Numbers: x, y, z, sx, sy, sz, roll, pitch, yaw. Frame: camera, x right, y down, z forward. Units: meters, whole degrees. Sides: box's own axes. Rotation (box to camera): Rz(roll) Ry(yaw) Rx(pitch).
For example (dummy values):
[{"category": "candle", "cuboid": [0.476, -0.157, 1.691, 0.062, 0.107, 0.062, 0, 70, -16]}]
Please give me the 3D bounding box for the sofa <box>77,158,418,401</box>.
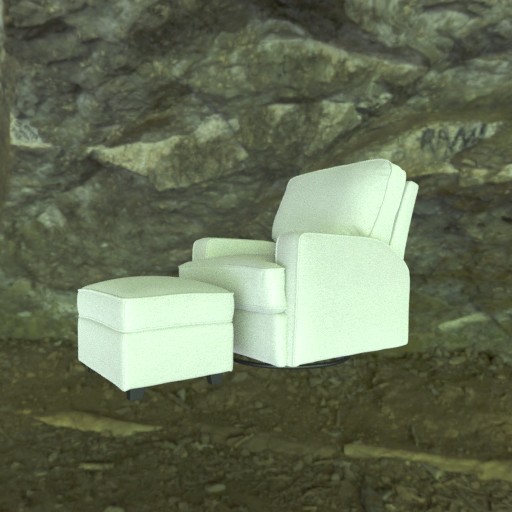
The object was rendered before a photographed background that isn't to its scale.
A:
[{"category": "sofa", "cuboid": [0.000, 0.000, 2.057, 1.472, 0.959, 0.861, 0, 0, -37]}]
